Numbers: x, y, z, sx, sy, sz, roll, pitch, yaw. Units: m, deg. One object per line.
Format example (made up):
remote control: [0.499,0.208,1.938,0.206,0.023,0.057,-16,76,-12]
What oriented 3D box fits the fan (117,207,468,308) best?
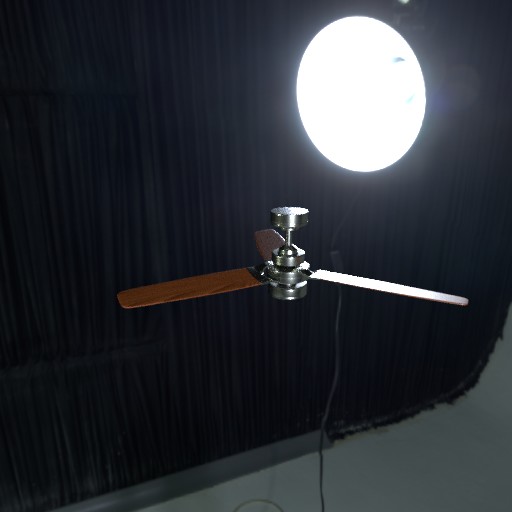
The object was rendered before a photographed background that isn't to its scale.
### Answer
fan: [0.000,0.000,2.059,1.271,0.410,1.416,-9,20,-26]
